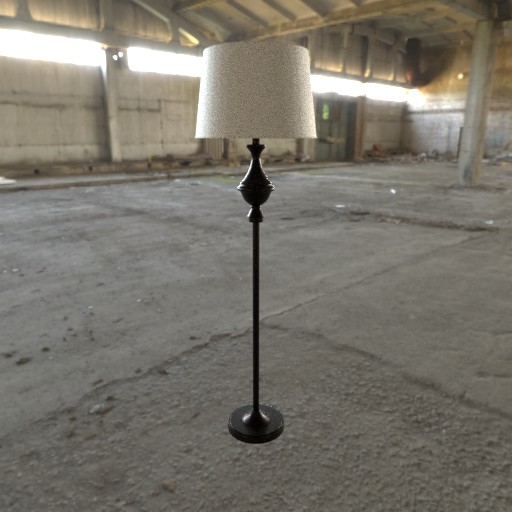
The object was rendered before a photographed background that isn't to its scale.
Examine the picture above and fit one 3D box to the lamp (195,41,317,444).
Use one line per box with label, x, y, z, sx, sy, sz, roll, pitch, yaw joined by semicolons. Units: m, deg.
lamp;0.000;0.000;1.686;0.431;1.484;0.431;0;15;0
